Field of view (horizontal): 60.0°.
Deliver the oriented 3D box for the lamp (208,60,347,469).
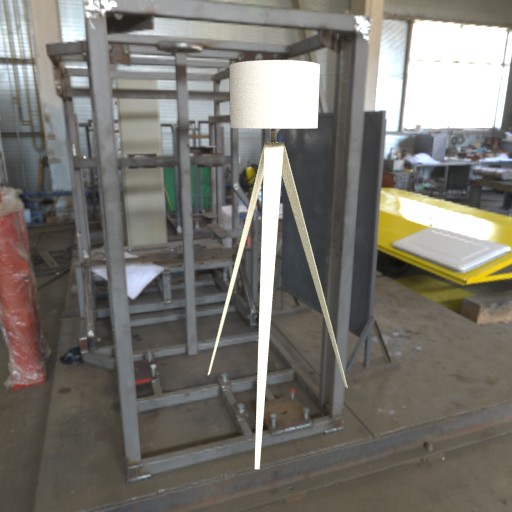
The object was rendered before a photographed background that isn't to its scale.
[{"bbox_3d":[0.000,0.000,1.917,0.716,1.524,0.724,8,18,24],"label":"lamp"}]
